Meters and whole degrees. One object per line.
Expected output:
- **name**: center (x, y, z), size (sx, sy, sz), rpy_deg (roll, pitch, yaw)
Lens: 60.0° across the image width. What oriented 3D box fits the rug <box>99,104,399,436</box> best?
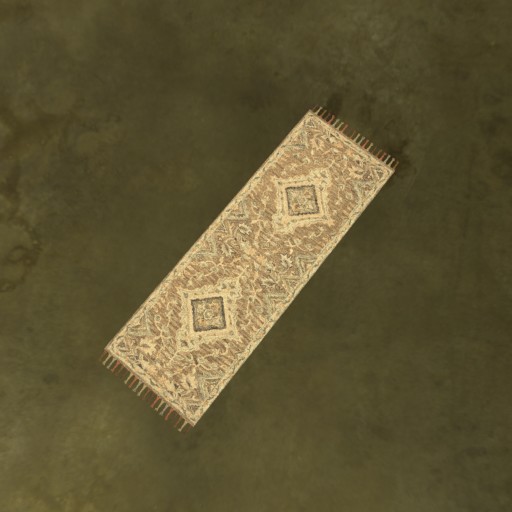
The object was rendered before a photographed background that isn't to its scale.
- **rug**: center (0.000, 0.000, 2.912), size (2.378, 0.018, 1.324), rpy_deg (-35, 80, -7)
